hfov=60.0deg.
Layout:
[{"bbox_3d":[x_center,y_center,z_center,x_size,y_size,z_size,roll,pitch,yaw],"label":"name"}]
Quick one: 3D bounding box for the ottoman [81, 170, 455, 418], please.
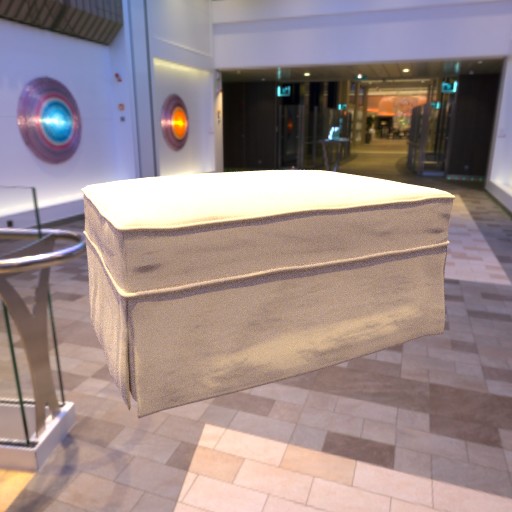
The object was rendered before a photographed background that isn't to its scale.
[{"bbox_3d":[0.000,0.000,1.340,0.944,0.479,0.703,-8,18,-26],"label":"ottoman"}]
